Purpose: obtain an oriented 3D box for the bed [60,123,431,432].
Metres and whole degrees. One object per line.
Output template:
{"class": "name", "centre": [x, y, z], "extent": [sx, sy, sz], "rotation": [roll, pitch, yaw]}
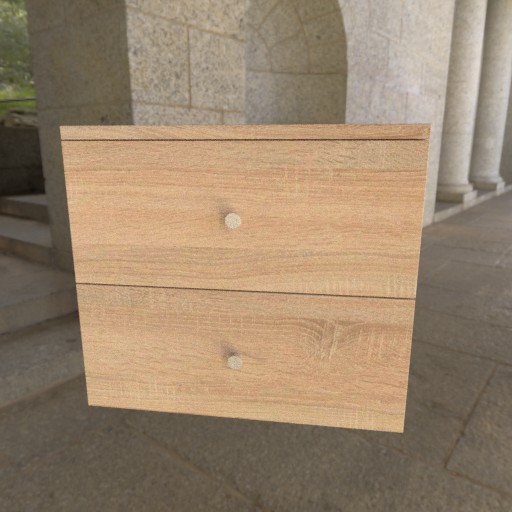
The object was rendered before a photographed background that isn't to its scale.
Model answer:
{"class": "bed", "centre": [0.000, 0.000, 0.766], "extent": [0.460, 0.420, 0.401], "rotation": [2, 14, 8]}
